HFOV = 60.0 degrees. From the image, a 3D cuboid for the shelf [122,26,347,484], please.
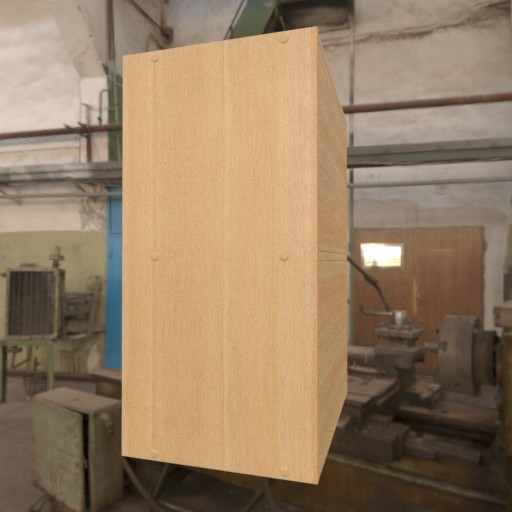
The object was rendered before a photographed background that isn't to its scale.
[{"bbox_3d":[0.000,0.000,0.810,0.290,0.592,0.414,0,-1,17],"label":"shelf"}]
